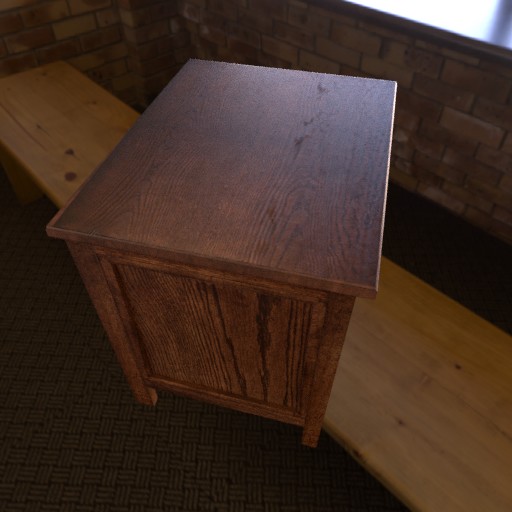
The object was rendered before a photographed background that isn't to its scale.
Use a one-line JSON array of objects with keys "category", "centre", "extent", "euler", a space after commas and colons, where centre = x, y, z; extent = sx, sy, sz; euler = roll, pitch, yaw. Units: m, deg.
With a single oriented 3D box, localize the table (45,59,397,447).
[{"category": "table", "centre": [0.000, 0.000, 0.993], "extent": [0.461, 0.597, 0.586], "euler": [11, 48, 10]}]
